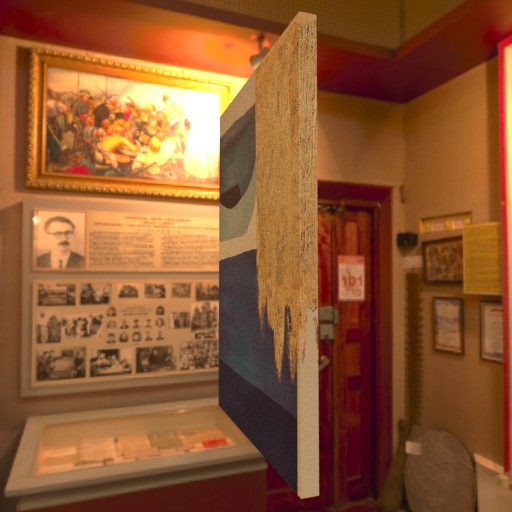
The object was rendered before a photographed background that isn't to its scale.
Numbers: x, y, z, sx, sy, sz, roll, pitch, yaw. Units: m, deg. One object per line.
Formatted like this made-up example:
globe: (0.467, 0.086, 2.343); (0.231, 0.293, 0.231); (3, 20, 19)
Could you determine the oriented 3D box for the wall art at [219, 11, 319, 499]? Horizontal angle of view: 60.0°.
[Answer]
wall art: (0.000, 0.000, 1.120); (0.039, 0.911, 0.607); (1, -2, -19)
